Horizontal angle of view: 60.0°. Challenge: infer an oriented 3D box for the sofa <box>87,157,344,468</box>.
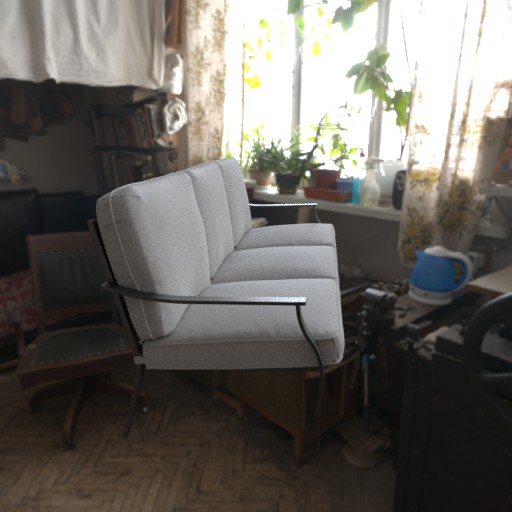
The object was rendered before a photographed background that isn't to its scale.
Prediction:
[{"bbox_3d":[0.000,0.000,2.144,0.787,0.860,1.740,2,16,8],"label":"sofa"}]
